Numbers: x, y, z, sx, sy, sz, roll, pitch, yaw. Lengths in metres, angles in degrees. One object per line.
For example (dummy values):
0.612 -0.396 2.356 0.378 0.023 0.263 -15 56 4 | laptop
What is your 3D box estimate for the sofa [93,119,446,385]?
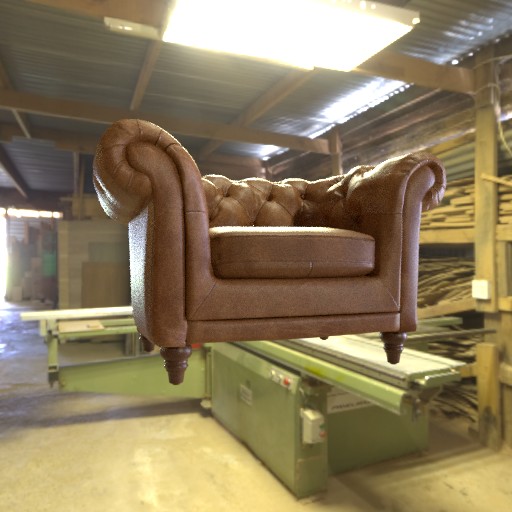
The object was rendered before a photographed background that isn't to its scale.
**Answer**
0.000 0.000 2.031 1.405 0.878 1.033 0 -1 -20 | sofa
